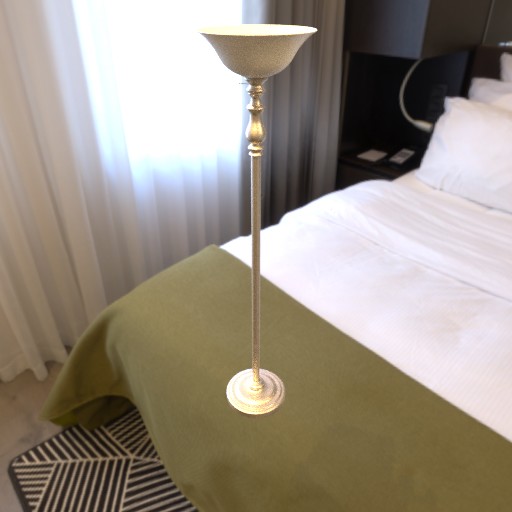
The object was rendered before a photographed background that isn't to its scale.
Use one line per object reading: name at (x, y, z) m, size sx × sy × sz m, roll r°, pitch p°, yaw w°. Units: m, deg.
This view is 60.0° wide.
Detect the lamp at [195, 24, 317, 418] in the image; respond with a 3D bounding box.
lamp at (0.000, 0.000, 1.938) m, size 0.405 × 1.771 × 0.405 m, roll 10°, pitch 33°, yaw 15°
